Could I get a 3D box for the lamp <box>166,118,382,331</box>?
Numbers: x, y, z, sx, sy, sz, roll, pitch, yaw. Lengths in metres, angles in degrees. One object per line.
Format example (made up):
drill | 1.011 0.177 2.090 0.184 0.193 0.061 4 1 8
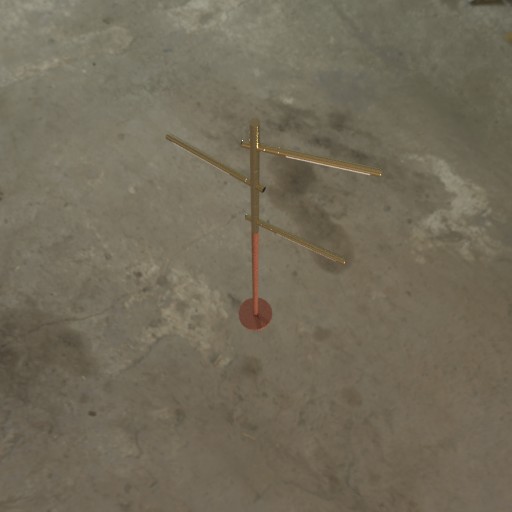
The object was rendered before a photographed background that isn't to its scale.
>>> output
lamp | 0.000 0.000 1.981 0.737 1.704 0.209 19 66 9
